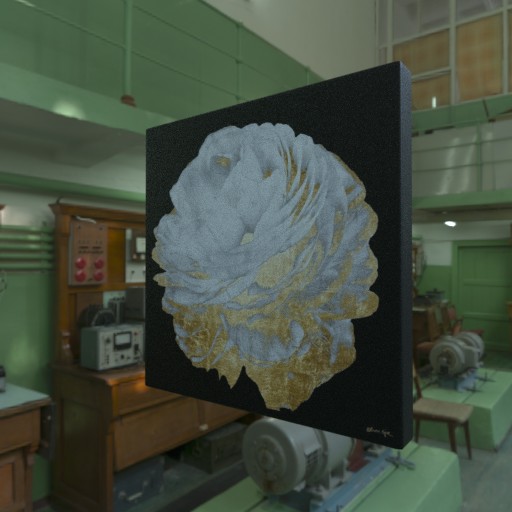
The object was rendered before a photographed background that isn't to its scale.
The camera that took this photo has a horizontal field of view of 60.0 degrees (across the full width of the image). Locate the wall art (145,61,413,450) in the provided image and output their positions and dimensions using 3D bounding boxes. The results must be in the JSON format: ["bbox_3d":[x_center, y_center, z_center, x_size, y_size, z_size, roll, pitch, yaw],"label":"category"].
[{"bbox_3d":[0.000,0.000,0.596,0.406,0.407,0.041,-1,-1,36],"label":"wall art"}]
